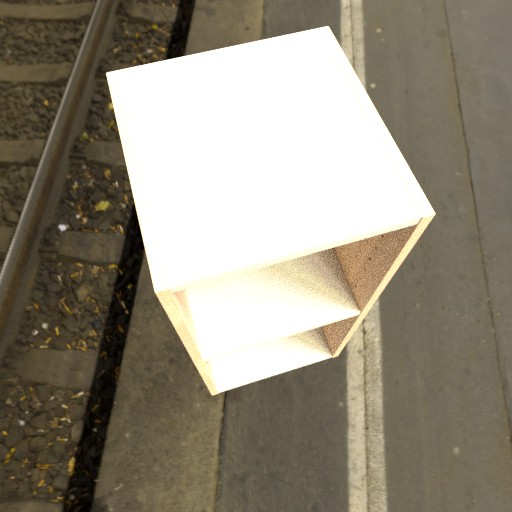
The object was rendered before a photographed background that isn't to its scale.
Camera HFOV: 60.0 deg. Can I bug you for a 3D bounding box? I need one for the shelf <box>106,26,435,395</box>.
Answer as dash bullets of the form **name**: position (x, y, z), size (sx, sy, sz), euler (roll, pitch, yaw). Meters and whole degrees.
- **shelf**: position (0.000, 0.000, 0.756), size (0.290, 0.594, 0.297), euler (-15, 65, -7)
